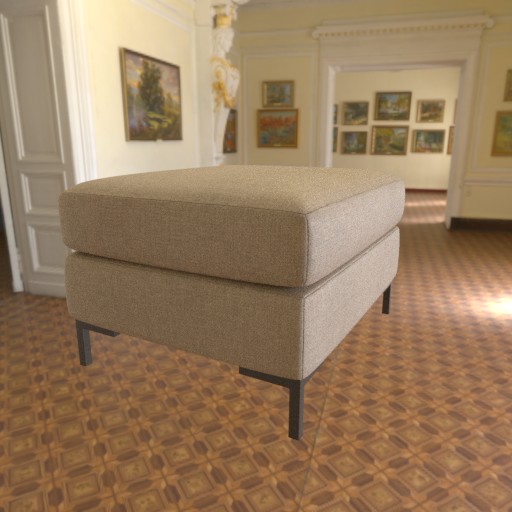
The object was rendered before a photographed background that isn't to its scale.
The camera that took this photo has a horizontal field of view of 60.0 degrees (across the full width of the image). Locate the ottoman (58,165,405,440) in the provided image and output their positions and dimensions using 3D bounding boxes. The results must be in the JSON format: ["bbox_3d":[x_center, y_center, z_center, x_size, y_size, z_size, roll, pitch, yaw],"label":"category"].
[{"bbox_3d":[0.000,0.000,1.267,0.671,0.490,0.820,8,17,28],"label":"ottoman"}]
